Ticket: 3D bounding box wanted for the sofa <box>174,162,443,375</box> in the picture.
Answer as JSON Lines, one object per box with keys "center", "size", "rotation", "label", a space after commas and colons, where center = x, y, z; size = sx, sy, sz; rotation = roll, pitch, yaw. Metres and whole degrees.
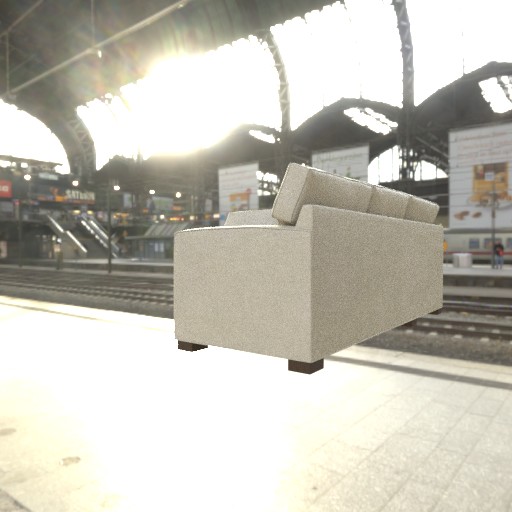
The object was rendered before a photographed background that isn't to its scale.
{"center": [0.000, 0.000, 3.328], "size": [2.188, 0.936, 2.211], "rotation": [1, 1, 35], "label": "sofa"}
